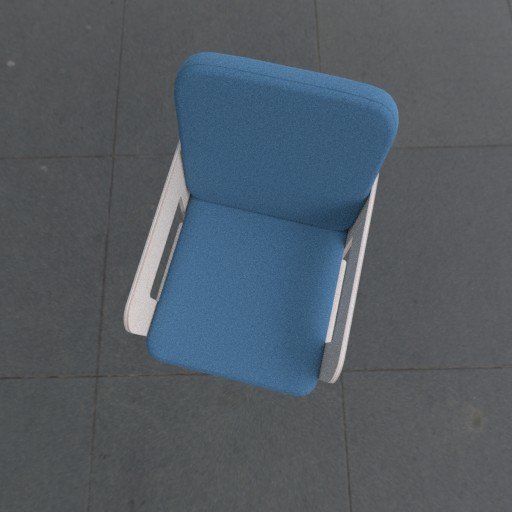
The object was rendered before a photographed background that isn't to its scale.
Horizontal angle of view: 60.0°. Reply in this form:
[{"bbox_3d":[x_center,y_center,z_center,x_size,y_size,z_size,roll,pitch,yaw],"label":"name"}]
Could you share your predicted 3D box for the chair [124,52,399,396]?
[{"bbox_3d":[0.000,0.000,1.199,0.547,0.747,0.657,13,75,4],"label":"chair"}]
